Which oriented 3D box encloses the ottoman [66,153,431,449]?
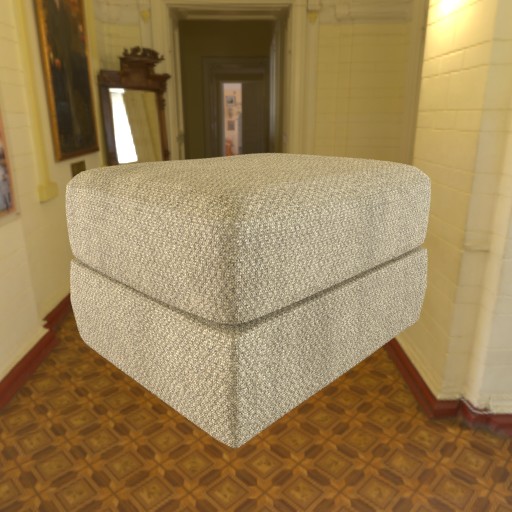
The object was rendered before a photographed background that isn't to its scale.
[{"bbox_3d":[0.000,0.000,1.128,0.603,0.476,0.751,16,24,42],"label":"ottoman"}]
